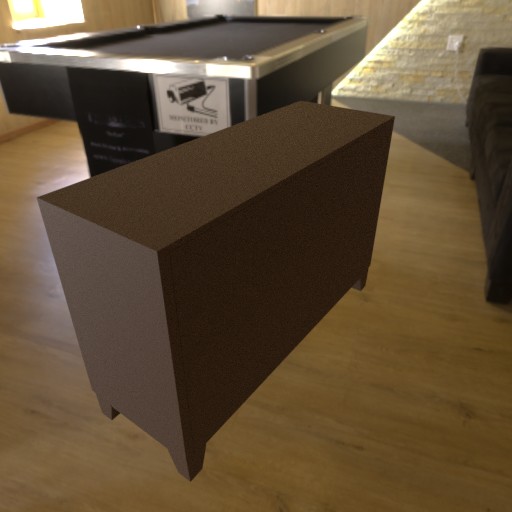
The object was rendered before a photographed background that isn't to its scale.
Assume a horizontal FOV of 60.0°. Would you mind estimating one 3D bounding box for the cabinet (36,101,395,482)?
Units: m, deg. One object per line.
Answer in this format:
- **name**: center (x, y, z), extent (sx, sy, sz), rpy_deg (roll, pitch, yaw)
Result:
- **cabinet**: center (0.000, 0.000, 1.825), extent (0.482, 0.914, 1.396), rpy_deg (21, 38, 30)
